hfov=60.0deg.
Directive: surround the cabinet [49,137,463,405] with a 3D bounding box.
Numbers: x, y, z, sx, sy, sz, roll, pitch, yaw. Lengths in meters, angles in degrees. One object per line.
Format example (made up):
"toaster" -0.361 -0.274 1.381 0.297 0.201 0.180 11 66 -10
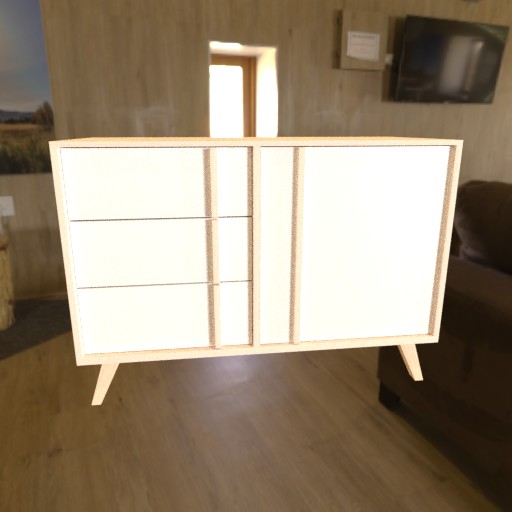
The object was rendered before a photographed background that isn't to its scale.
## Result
"cabinet" 0.000 0.000 1.523 1.110 0.780 0.500 -2 16 -7
